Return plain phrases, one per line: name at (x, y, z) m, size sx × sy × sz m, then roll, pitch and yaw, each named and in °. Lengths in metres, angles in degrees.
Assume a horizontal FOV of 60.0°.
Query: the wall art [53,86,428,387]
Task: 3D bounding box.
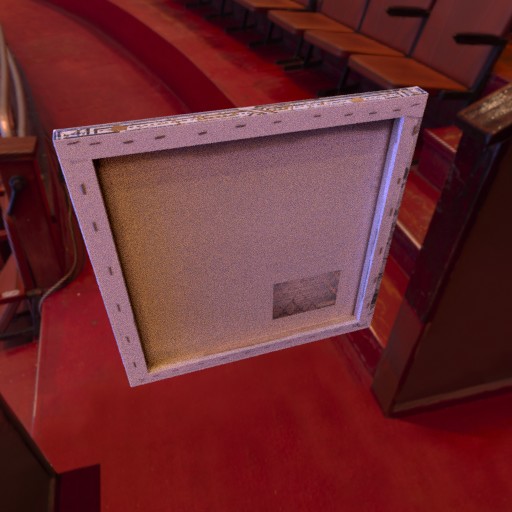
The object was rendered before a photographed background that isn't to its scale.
wall art at (0.000, 0.000, 0.898) m, size 0.609 × 0.607 × 0.036 m, roll -11°, pitch 42°, yaw -13°
